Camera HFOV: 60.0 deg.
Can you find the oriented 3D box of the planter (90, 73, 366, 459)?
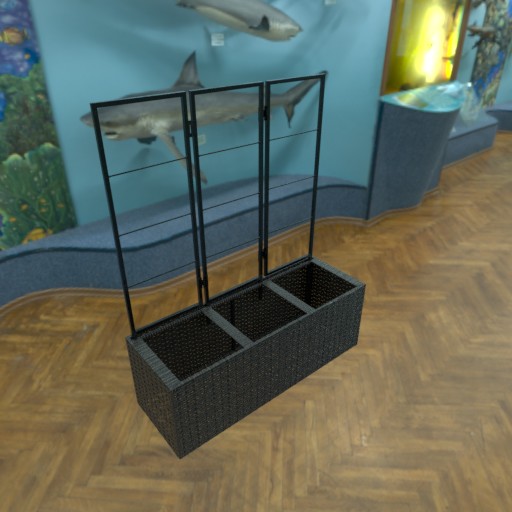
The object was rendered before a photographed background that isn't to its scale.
[{"bbox_3d":[0.000,0.000,1.193,0.699,0.841,0.244,-22,36,-33],"label":"planter"}]
